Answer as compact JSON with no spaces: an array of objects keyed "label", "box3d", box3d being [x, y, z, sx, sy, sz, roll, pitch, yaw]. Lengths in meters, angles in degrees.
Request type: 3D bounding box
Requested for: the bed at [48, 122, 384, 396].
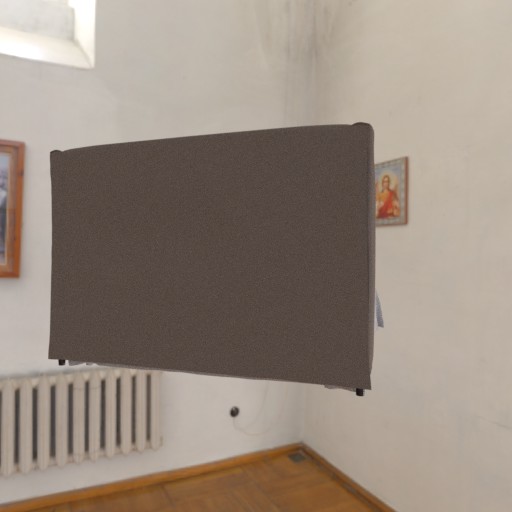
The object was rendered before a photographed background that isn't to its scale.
[{"label":"bed","box3d":[0.000,0.000,3.457,1.925,1.332,2.276,0,1,19]}]
